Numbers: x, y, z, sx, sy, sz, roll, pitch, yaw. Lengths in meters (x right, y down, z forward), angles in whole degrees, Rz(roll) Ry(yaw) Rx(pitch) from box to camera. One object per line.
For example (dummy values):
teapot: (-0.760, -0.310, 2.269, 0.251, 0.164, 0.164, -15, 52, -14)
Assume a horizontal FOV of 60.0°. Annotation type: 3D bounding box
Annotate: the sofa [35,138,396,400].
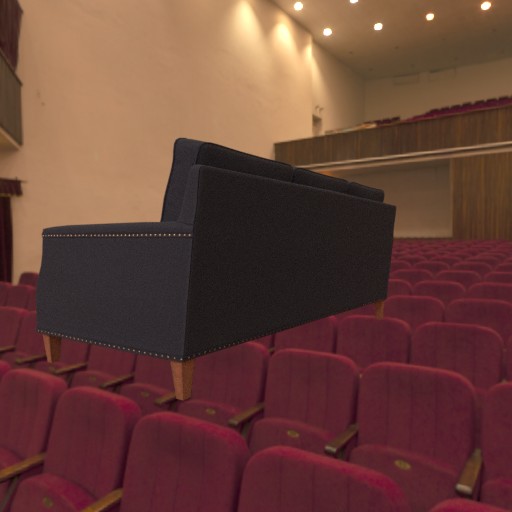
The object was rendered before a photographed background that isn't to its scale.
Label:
sofa: (0.000, 0.000, 2.748, 1.084, 1.003, 2.246, 1, 2, 35)
